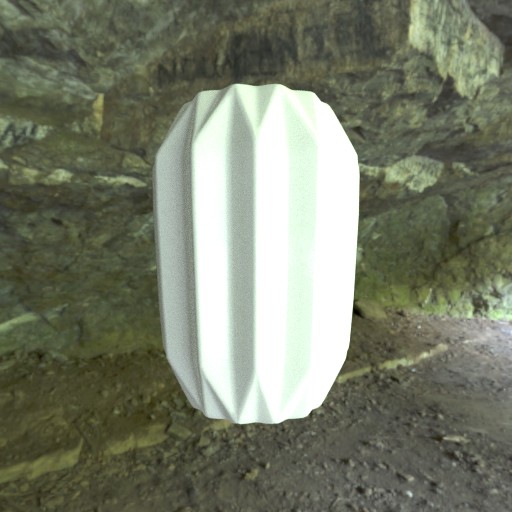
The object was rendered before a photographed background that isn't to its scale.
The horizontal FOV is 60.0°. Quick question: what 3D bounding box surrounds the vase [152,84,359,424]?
[{"bbox_3d":[0.000,0.000,0.416,0.195,0.275,0.195,0,0,0],"label":"vase"}]
